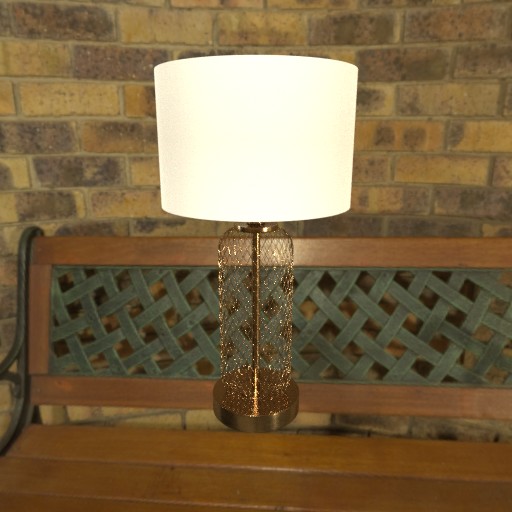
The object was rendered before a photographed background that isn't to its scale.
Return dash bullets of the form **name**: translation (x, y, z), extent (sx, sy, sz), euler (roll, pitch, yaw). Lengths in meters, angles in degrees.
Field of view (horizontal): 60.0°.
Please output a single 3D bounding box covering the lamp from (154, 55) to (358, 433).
- **lamp**: translation (0.000, 0.000, 0.625), extent (0.252, 0.483, 0.252), euler (-8, 17, -26)
